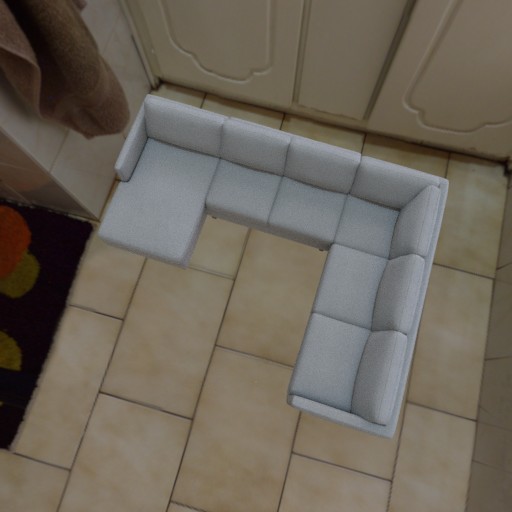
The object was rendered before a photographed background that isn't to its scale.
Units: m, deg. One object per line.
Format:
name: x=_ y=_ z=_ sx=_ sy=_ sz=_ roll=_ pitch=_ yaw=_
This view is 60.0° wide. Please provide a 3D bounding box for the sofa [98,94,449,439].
sofa: x=0.000 y=0.000 z=4.424 sx=3.238 sy=0.853 sz=2.551 roll=17 pitch=75 yaw=5
